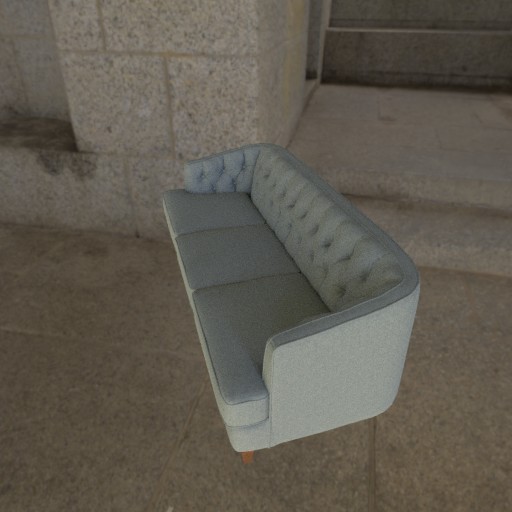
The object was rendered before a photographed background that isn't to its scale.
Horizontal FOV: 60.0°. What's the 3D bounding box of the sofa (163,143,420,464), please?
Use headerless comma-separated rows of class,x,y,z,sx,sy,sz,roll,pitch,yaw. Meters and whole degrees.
sofa,0.000,0.000,2.764,0.941,0.855,2.278,-8,31,-14
